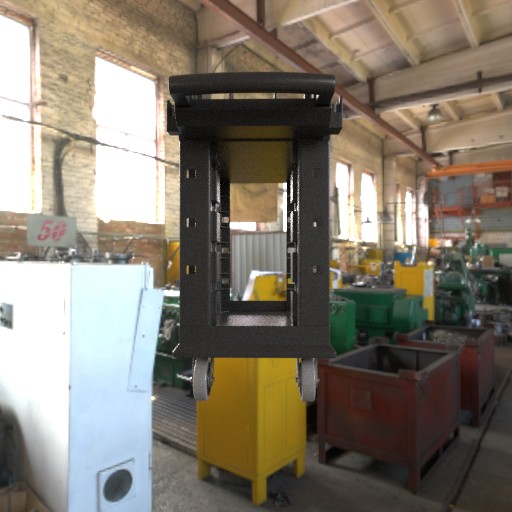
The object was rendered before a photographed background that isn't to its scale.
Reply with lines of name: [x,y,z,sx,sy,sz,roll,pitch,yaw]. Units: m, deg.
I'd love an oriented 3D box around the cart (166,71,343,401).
cart: [0.000,0.000,1.545,0.497,0.884,1.061,0,0,1]
